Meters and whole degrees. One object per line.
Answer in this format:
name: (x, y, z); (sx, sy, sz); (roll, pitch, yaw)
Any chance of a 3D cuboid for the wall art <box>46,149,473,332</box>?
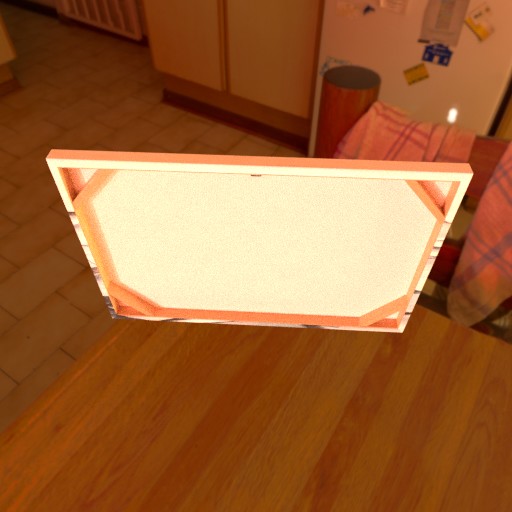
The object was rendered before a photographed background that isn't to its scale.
wall art: (0.000, 0.000, 1.181); (0.914, 0.609, 0.039); (2, 48, 2)
